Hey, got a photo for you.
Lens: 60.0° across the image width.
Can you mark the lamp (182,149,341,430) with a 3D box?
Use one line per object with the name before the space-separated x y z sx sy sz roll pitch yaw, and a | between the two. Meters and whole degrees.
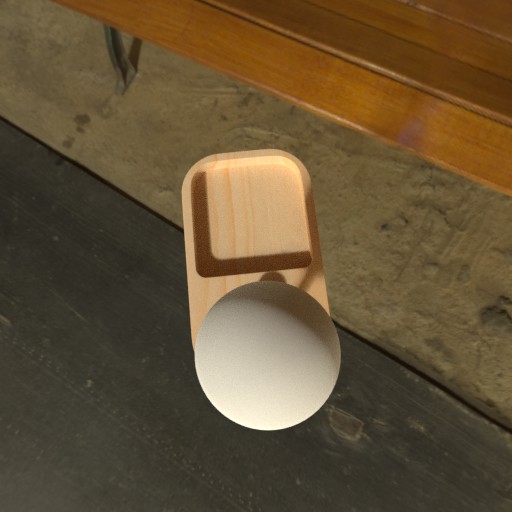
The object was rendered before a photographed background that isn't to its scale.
lamp | 0.000 0.000 0.470 0.173 0.253 0.331 -6 77 -1
